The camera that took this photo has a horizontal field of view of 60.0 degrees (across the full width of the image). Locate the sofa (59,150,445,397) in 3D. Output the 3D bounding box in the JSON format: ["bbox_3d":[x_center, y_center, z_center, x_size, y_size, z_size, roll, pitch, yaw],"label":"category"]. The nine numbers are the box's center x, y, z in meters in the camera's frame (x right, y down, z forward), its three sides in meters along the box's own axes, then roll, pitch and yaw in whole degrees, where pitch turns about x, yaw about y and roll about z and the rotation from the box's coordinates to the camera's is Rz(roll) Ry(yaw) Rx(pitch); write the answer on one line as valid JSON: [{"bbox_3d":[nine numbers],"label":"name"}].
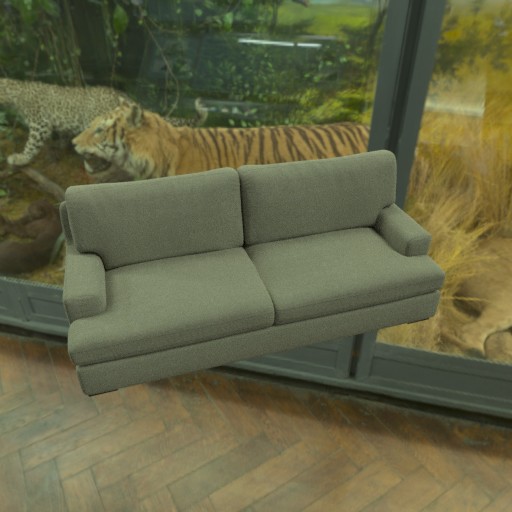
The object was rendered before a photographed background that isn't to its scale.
[{"bbox_3d":[0.000,0.000,2.895,2.354,0.980,0.962,-10,35,-14],"label":"sofa"}]
